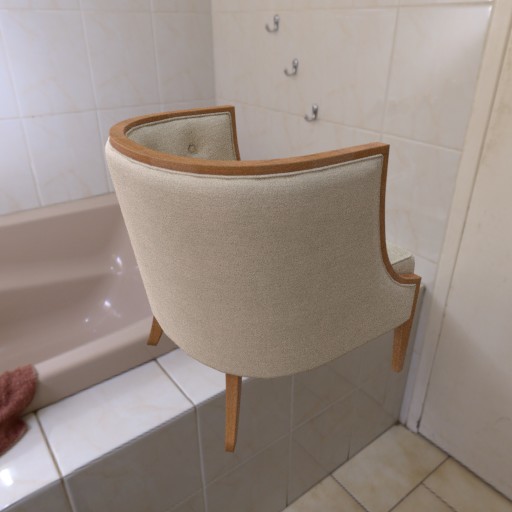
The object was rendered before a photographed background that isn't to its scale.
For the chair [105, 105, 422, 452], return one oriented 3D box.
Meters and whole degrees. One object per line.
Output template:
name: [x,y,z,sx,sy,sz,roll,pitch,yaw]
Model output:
chair: [0.000,0.000,1.351,0.757,0.775,0.711,-18,32,-30]
